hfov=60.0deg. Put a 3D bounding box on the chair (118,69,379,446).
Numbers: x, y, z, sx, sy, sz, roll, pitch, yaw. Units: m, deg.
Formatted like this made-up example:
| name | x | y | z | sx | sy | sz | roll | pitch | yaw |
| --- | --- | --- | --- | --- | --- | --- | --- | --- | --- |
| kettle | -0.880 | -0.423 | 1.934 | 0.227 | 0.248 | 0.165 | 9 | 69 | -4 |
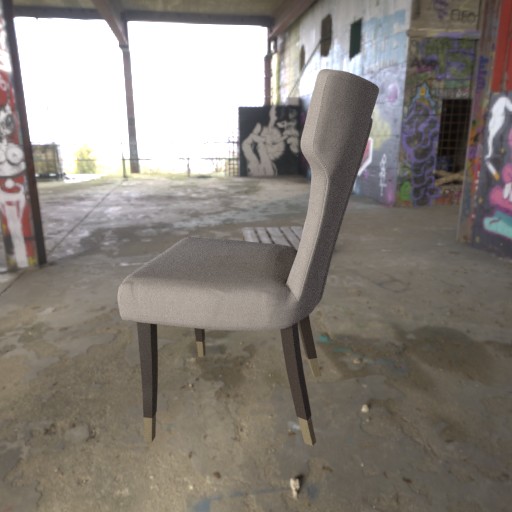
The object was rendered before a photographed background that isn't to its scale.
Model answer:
| name | x | y | z | sx | sy | sz | roll | pitch | yaw |
| --- | --- | --- | --- | --- | --- | --- | --- | --- | --- |
| chair | 0.000 | 0.000 | 1.293 | 0.630 | 0.950 | 0.526 | 3 | 16 | 10 |
